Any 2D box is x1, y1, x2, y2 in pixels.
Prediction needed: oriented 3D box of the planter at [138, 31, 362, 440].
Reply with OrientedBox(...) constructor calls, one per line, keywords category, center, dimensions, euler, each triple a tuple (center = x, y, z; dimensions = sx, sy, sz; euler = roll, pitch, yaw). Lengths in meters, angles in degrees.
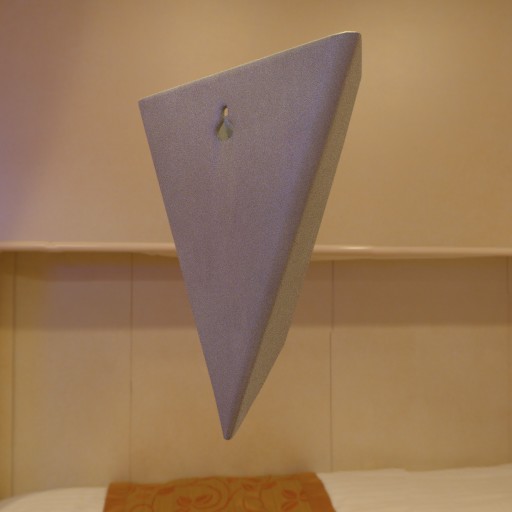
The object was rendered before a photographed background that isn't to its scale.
OrientedBox(category="planter", center=(0.000, 0.000, 0.259), dimensions=(0.150, 0.197, 0.060), euler=(-1, -1, 36))
